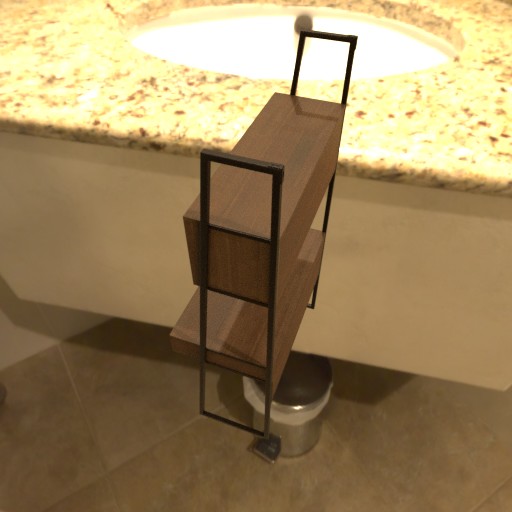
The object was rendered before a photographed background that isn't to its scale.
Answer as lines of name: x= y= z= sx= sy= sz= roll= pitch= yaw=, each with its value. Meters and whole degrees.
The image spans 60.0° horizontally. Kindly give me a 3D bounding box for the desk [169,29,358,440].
desk: x=0.000 y=0.000 z=2.186 sx=0.515 sy=1.809 sz=0.982 roll=15 pitch=48 yaw=14
